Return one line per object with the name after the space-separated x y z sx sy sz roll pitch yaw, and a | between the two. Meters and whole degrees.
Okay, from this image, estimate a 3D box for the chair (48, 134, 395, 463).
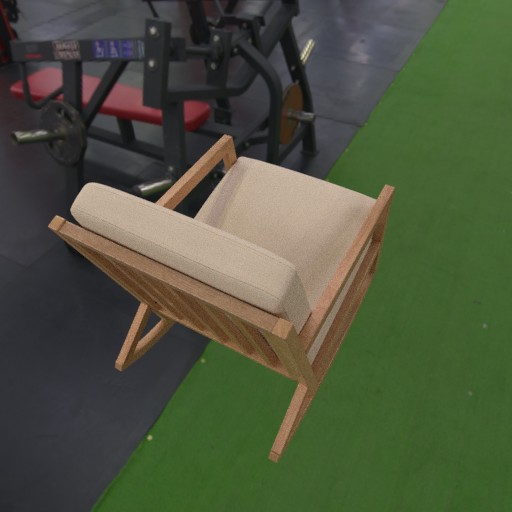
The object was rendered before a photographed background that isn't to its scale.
0.000 0.000 1.406 0.622 0.790 0.857 22 50 20 | chair
